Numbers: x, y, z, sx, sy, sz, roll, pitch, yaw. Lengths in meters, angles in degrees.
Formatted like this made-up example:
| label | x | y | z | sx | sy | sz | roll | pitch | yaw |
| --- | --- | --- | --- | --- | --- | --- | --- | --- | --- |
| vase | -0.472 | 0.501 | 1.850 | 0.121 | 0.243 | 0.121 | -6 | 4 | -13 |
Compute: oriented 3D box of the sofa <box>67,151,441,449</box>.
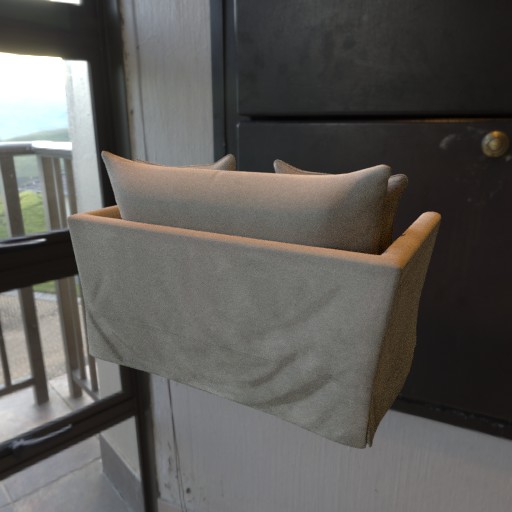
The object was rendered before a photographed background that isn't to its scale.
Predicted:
| label | x | y | z | sx | sy | sz | roll | pitch | yaw |
| --- | --- | --- | --- | --- | --- | --- | --- | --- | --- |
| sofa | 0.000 | 0.000 | 2.263 | 1.608 | 1.040 | 1.035 | 9 | 19 | 28 |
